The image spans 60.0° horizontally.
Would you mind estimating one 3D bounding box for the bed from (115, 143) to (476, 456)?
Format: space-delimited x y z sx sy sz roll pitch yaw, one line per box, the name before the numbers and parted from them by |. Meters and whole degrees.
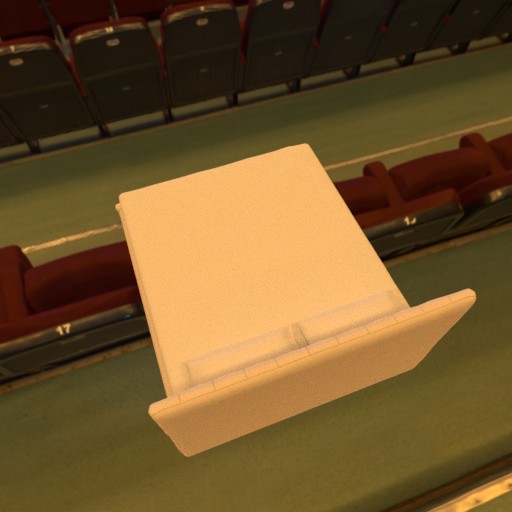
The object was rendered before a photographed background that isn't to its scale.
bed | 0.000 0.000 3.703 2.078 1.427 2.387 -18 60 -10
